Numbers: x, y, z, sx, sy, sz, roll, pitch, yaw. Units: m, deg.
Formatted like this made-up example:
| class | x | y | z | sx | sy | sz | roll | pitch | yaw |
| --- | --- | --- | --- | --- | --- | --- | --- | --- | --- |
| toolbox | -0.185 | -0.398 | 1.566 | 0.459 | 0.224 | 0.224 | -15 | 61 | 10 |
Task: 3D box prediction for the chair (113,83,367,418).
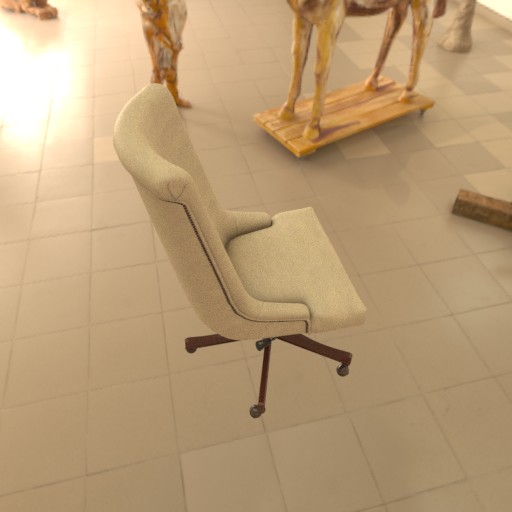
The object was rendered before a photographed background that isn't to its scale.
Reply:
| class | x | y | z | sx | sy | sz | roll | pitch | yaw |
| --- | --- | --- | --- | --- | --- | --- | --- | --- | --- |
| chair | 0.000 | 0.000 | 1.443 | 0.696 | 1.010 | 0.645 | -10 | 47 | -10 |
